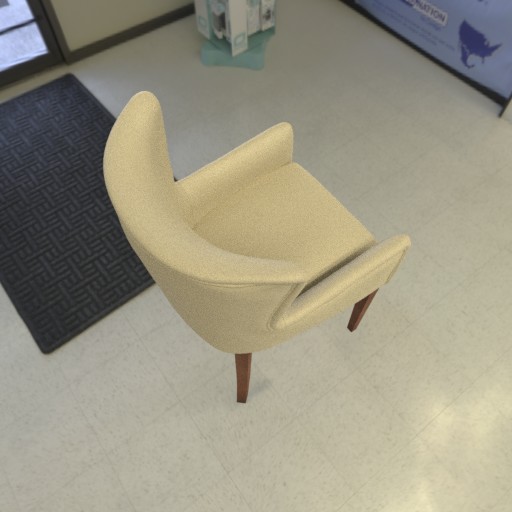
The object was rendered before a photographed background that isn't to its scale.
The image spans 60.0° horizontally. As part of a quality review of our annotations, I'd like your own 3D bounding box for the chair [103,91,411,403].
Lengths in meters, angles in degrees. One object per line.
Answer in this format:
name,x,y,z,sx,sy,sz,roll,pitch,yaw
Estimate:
chair,0.000,0.000,1.408,0.686,0.952,0.660,-30,63,-17
